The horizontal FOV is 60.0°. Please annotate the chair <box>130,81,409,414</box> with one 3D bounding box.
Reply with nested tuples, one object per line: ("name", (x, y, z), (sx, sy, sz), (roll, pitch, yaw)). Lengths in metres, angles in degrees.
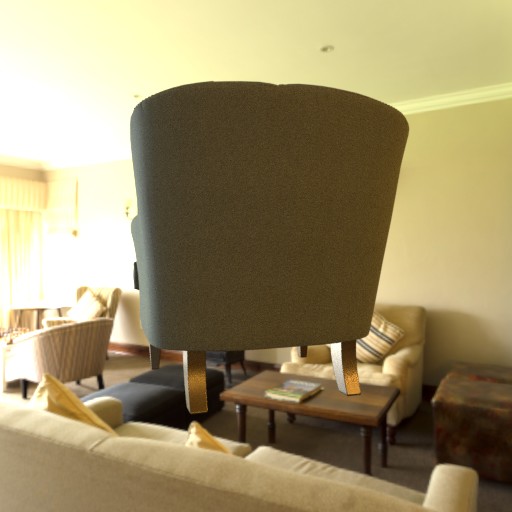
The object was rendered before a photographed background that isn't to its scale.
("chair", (0.000, 0.000, 1.519), (0.848, 0.868, 0.906), (0, 0, -19))
